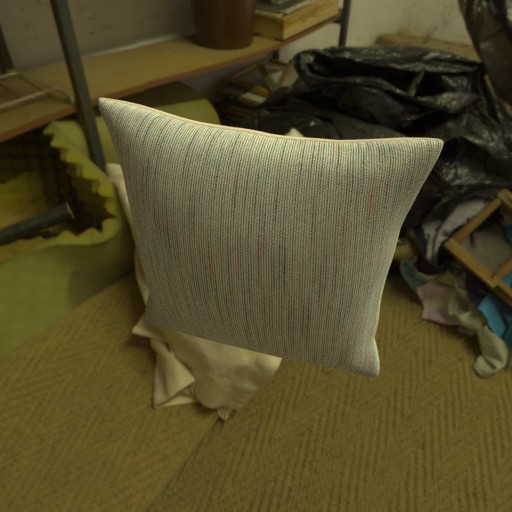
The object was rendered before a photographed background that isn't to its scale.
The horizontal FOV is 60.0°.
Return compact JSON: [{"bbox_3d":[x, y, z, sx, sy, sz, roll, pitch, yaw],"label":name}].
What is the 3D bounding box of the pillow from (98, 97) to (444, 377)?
[{"bbox_3d":[0.000,0.000,0.782,0.512,0.506,0.178,11,42,12],"label":"pillow"}]
